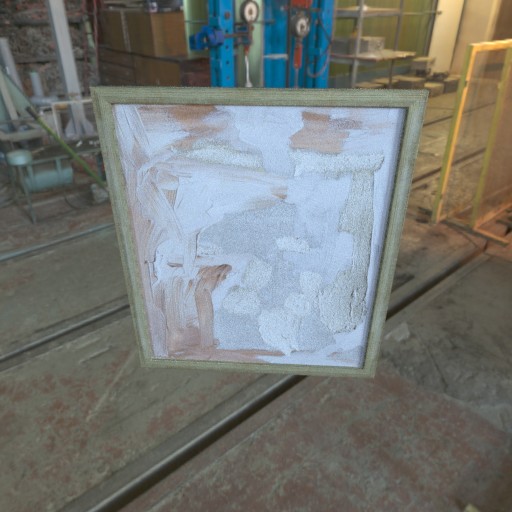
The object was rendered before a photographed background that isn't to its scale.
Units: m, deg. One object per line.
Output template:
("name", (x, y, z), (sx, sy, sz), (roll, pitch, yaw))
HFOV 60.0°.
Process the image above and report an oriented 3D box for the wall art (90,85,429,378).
("wall art", (0.000, 0.000, 0.775), (0.483, 0.559, 0.009), (2, 31, 3))
